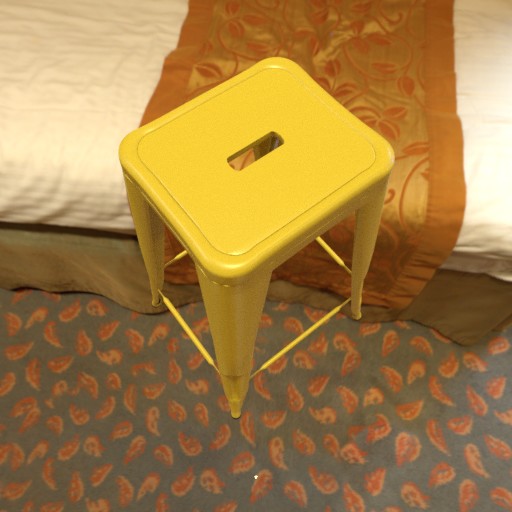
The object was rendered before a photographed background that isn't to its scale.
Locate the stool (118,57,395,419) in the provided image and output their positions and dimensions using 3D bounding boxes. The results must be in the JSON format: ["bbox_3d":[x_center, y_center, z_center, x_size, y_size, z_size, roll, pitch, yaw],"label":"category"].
[{"bbox_3d":[0.000,0.000,0.837,0.399,0.609,0.359,-35,69,-16],"label":"stool"}]
